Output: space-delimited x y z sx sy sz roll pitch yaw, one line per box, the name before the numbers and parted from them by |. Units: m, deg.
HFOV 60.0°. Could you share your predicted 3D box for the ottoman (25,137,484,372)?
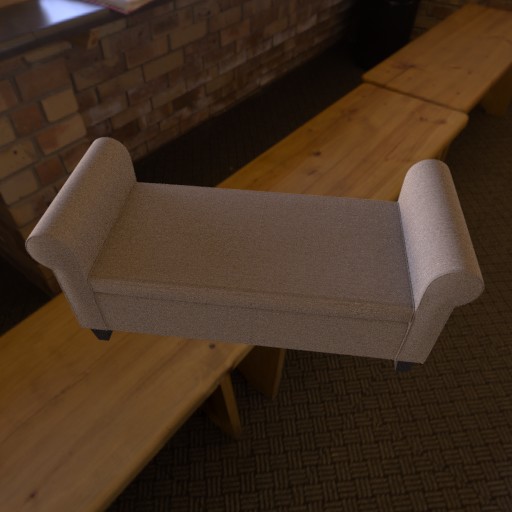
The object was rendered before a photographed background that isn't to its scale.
ottoman | 0.000 0.000 1.529 1.256 0.547 0.521 5 47 5
